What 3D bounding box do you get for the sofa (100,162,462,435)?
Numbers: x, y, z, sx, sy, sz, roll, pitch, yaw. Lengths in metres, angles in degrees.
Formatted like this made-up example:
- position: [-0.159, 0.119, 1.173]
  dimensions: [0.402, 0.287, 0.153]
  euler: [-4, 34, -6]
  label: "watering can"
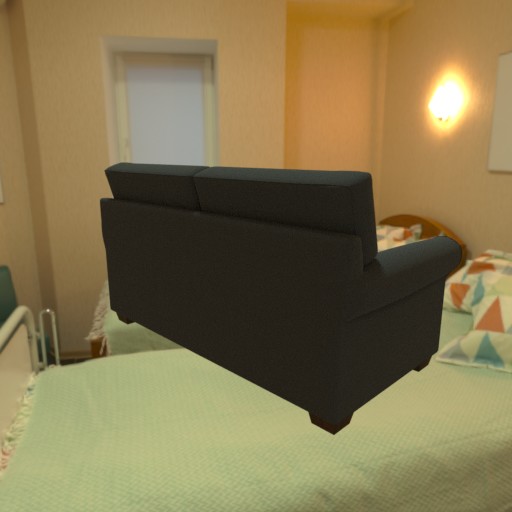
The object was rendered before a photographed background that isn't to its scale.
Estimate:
- position: [0.000, 0.000, 2.509]
  dimensions: [0.940, 1.020, 1.930]
  euler: [-13, 18, -43]
  label: "sofa"
